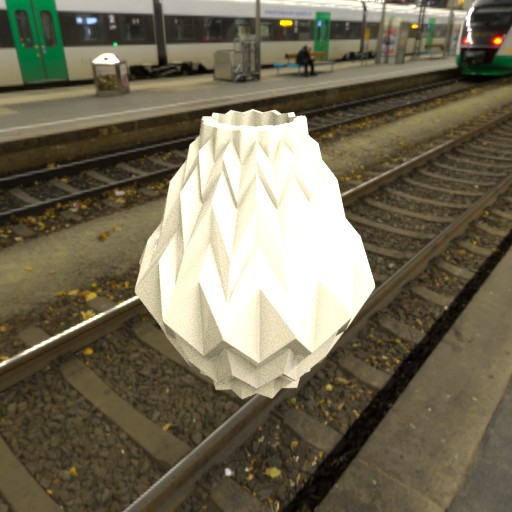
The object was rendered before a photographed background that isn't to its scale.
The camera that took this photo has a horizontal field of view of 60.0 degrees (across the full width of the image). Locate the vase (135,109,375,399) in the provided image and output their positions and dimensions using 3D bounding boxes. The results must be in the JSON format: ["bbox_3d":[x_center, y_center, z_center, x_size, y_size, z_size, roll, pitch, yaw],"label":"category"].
[{"bbox_3d":[0.000,0.000,0.306,0.164,0.185,0.164,0,27,0],"label":"vase"}]
